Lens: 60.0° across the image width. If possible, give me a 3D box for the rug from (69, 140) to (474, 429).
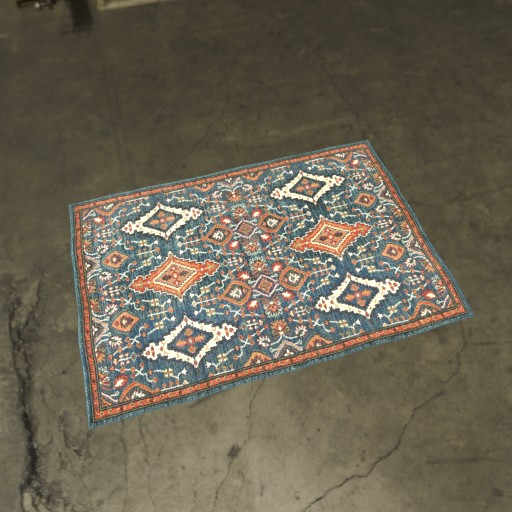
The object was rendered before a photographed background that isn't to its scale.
[{"bbox_3d":[0.000,0.000,2.971,2.373,0.009,1.622,-14,59,-9],"label":"rug"}]
